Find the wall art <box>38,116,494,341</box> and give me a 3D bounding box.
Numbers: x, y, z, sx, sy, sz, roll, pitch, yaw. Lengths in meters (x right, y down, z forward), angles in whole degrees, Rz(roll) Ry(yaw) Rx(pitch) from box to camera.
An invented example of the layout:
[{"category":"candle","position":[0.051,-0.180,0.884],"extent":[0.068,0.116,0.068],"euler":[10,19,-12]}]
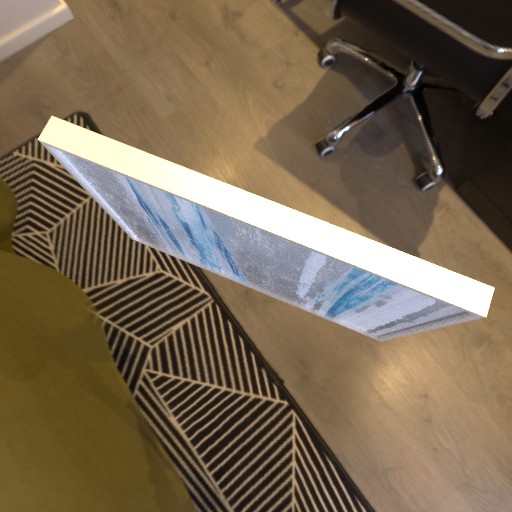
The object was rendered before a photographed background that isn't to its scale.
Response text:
[{"category":"wall art","position":[0.000,0.000,1.361],"extent":[1.056,0.801,0.066],"euler":[22,77,6]}]
